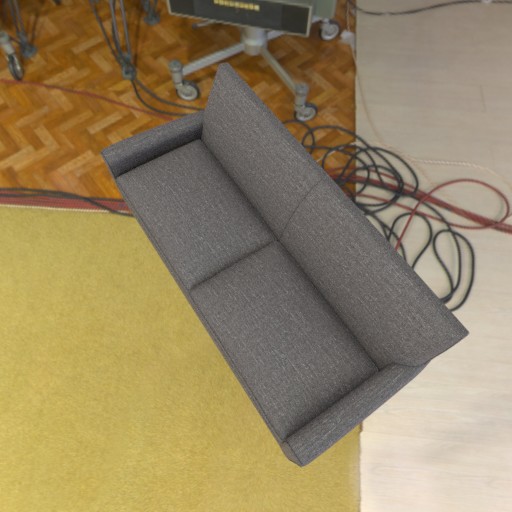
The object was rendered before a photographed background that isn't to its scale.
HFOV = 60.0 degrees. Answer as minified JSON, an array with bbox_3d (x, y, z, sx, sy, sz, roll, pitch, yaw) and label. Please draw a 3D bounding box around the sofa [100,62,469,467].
[{"bbox_3d":[0.000,0.000,2.443,0.875,0.846,1.976,-31,68,-14],"label":"sofa"}]
